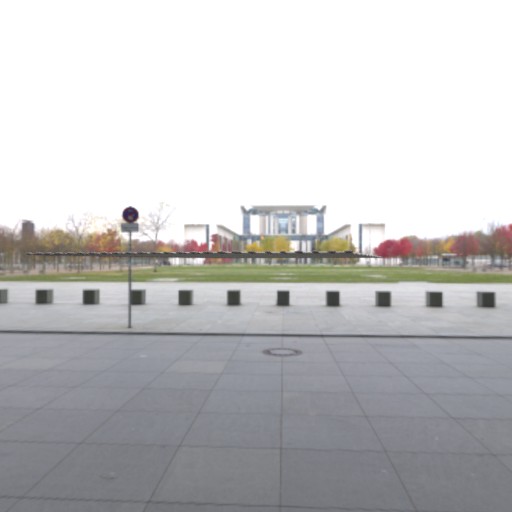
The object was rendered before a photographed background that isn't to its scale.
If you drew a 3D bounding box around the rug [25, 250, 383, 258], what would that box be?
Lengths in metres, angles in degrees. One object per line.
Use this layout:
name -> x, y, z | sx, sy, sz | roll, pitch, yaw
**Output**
rug -> 0.000, 0.000, 3.029 | 1.563, 0.014, 2.425 | 0, -1, 19
